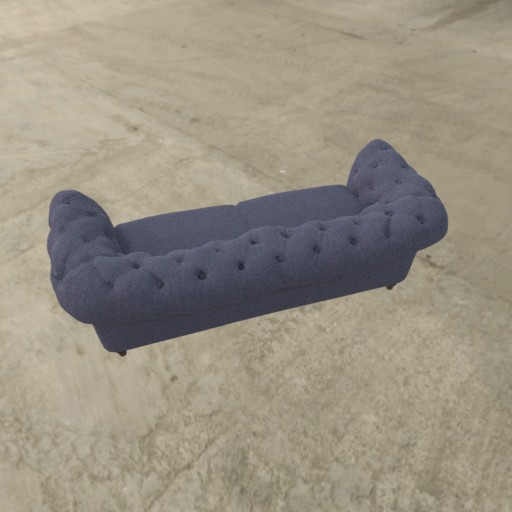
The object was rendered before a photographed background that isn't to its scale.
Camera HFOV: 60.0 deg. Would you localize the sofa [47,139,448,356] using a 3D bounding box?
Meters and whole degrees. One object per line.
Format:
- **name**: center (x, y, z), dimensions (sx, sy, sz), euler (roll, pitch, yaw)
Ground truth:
- **sofa**: center (0.000, 0.000, 2.812), dimensions (2.335, 0.836, 1.046), euler (-12, 44, -13)
